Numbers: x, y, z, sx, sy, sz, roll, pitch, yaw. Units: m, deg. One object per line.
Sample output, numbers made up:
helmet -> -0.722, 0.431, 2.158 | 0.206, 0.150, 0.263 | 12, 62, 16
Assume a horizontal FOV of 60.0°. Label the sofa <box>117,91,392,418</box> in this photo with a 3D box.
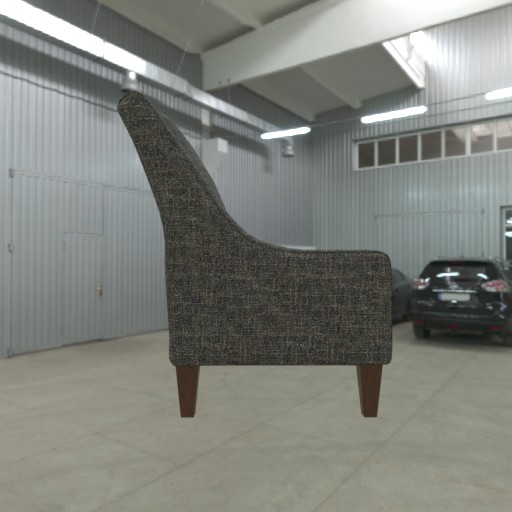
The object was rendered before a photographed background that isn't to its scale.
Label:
sofa -> 0.000, 0.000, 1.969 | 0.870, 1.021, 1.242 | 0, -1, 0
